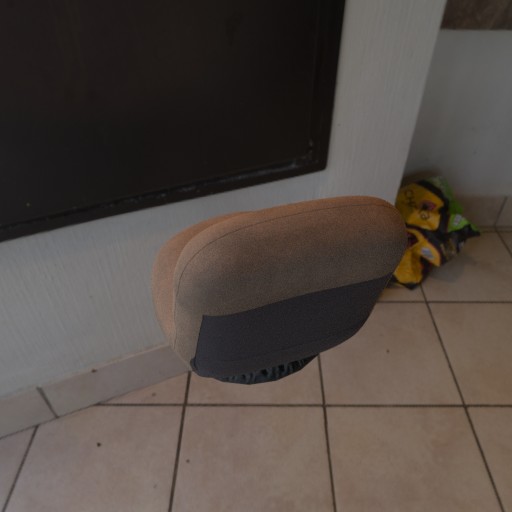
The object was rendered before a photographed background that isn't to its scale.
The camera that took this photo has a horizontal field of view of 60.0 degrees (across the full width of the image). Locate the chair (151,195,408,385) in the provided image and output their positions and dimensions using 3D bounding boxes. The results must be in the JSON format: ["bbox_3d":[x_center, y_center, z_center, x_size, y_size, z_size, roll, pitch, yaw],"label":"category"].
[{"bbox_3d":[0.000,0.000,1.067,0.521,0.594,0.597,-12,43,-13],"label":"chair"}]
